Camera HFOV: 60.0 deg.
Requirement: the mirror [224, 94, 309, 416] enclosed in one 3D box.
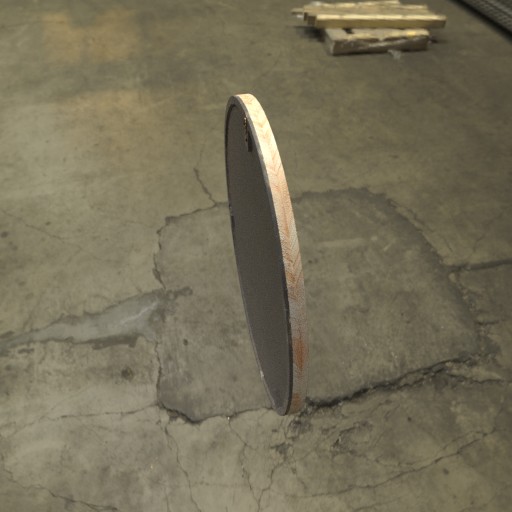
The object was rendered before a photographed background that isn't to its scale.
[{"bbox_3d":[0.000,0.000,1.035,0.038,0.710,0.710,-9,48,-8],"label":"mirror"}]
